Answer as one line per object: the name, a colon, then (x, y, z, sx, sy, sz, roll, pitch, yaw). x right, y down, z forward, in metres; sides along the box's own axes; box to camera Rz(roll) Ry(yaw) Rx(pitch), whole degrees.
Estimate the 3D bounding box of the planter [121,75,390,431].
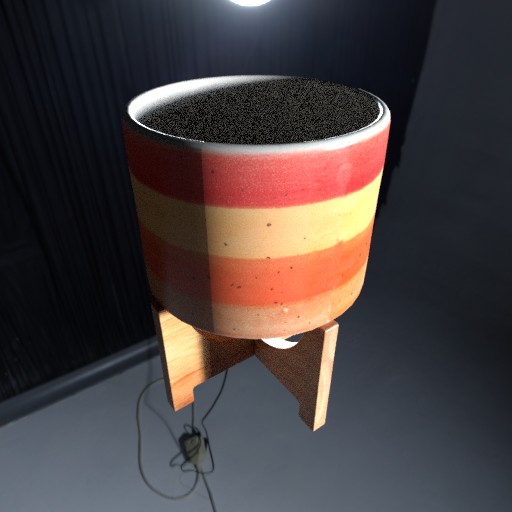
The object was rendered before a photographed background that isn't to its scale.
planter: (0.000, 0.000, 0.395, 0.199, 0.268, 0.199, 0, 34, 0)
